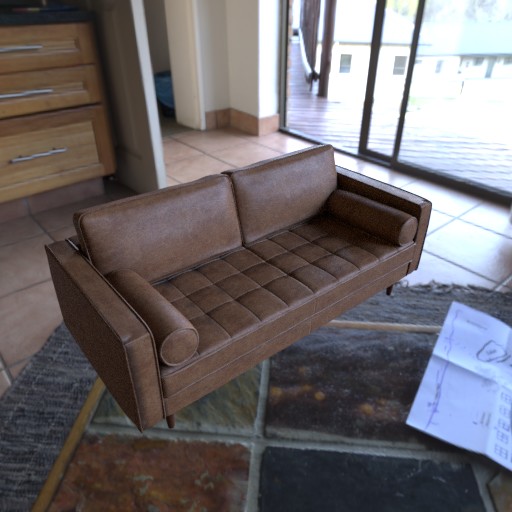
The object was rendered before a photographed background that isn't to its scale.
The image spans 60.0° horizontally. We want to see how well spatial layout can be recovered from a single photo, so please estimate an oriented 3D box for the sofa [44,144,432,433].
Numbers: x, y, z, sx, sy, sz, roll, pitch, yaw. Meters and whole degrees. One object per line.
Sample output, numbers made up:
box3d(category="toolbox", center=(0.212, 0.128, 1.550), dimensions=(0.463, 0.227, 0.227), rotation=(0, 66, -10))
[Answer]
box3d(category="sofa", center=(0.000, 0.000, 2.423), dimensions=(1.920, 0.825, 0.924), rotation=(-23, 38, -32))
